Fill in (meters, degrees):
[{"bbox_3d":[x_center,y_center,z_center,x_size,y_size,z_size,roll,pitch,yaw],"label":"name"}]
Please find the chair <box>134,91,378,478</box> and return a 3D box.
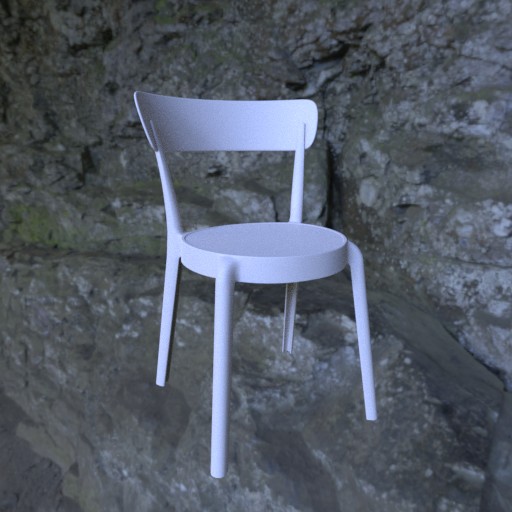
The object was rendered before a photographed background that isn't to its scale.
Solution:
[{"bbox_3d":[0.000,0.000,1.122,0.506,0.790,0.491,-8,17,-27],"label":"chair"}]
